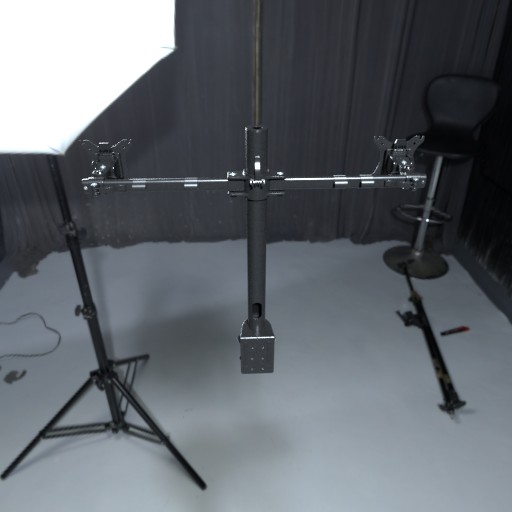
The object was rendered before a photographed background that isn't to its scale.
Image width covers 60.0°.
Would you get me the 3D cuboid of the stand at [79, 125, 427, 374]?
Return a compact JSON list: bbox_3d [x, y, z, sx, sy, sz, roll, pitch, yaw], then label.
[{"bbox_3d":[0.000,0.000,1.018,0.743,0.603,0.150,-1,31,-2],"label":"stand"}]
